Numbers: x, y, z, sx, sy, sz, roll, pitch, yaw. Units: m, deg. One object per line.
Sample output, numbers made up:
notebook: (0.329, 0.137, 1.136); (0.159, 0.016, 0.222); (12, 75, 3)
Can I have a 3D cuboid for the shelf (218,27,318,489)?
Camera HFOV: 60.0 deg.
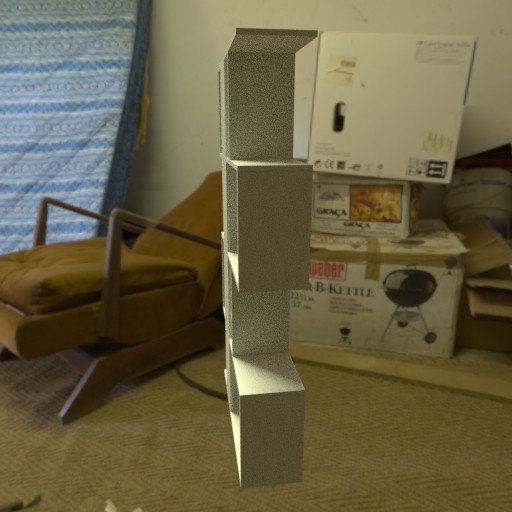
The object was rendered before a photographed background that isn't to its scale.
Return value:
shelf: (0.000, 0.000, 1.966); (0.250, 1.650, 0.890); (-2, 16, -8)
